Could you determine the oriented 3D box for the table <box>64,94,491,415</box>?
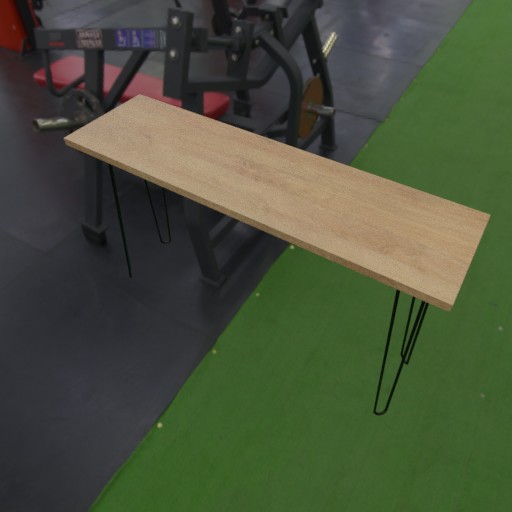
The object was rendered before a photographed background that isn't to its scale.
[{"bbox_3d":[0.000,0.000,1.748,1.400,0.799,0.399,25,51,22],"label":"table"}]
